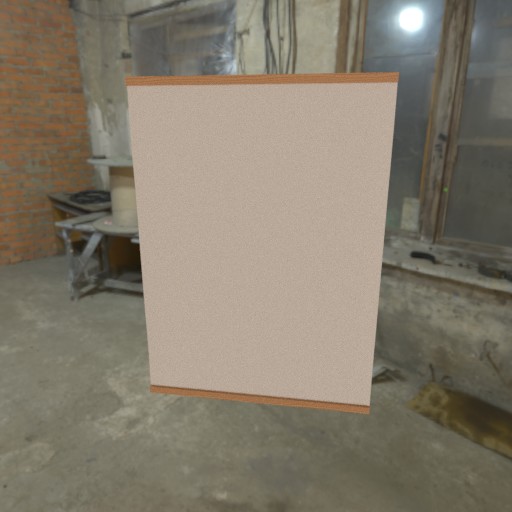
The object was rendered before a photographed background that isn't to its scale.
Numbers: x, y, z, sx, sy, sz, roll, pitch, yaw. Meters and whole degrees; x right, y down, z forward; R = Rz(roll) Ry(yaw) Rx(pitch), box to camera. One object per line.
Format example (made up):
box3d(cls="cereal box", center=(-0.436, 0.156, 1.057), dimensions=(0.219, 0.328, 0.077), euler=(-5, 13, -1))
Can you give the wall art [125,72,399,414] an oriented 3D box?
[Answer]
box3d(cls="wall art", center=(0.000, 0.000, 1.338), dimensions=(0.739, 1.016, 0.020), euler=(3, 17, 9))
